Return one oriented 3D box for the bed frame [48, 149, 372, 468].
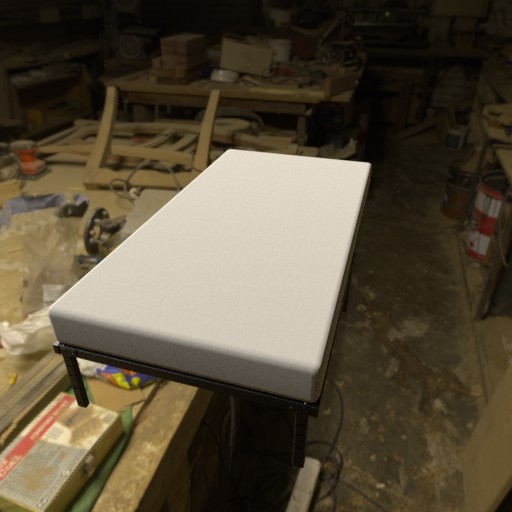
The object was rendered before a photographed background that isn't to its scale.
[{"bbox_3d":[0.000,0.000,3.225,1.393,0.680,2.635,9,33,15],"label":"bed frame"}]
